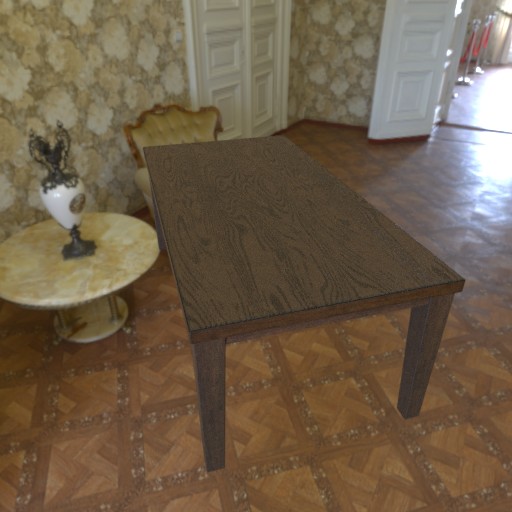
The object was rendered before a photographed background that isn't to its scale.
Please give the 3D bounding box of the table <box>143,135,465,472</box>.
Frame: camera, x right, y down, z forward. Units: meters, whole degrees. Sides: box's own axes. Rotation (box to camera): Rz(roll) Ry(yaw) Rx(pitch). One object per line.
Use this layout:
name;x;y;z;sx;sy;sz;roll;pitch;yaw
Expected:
table;0.000;0.000;2.504;1.016;0.762;1.981;-9;32;-14
